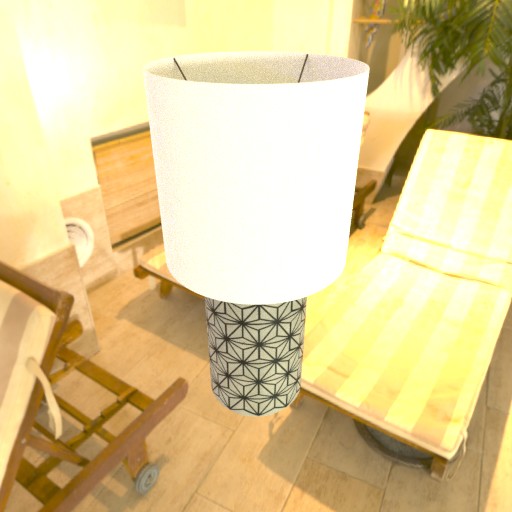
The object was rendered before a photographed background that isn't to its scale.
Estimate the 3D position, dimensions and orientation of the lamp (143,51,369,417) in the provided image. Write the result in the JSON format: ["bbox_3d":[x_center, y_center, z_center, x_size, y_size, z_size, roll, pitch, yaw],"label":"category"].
[{"bbox_3d":[0.000,0.000,0.519,0.206,0.416,0.206,18,35,27],"label":"lamp"}]
